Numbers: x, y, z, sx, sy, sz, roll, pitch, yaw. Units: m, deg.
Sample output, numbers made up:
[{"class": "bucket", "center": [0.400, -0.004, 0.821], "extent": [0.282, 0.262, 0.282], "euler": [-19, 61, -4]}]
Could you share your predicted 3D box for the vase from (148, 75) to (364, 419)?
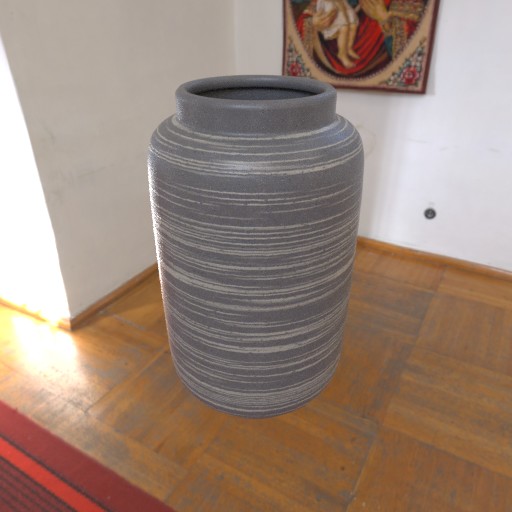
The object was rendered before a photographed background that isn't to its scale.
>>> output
[{"class": "vase", "center": [0.000, 0.000, 0.687], "extent": [0.297, 0.499, 0.297], "euler": [0, 30, 0]}]
